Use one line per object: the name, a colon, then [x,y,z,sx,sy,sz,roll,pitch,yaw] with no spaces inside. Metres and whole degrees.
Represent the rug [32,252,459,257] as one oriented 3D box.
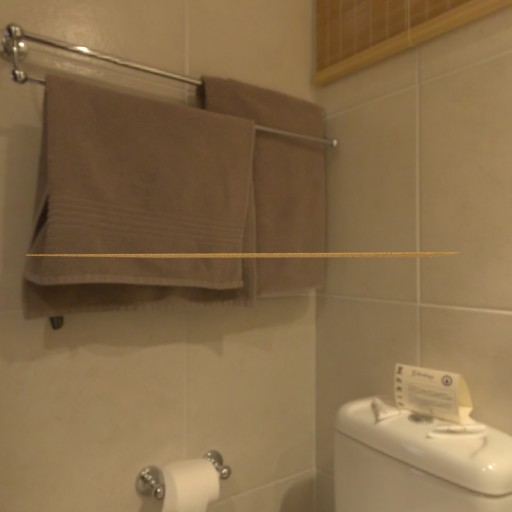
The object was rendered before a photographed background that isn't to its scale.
rug: [0.000,0.000,3.752,2.895,0.006,1.981,0,-1,17]
